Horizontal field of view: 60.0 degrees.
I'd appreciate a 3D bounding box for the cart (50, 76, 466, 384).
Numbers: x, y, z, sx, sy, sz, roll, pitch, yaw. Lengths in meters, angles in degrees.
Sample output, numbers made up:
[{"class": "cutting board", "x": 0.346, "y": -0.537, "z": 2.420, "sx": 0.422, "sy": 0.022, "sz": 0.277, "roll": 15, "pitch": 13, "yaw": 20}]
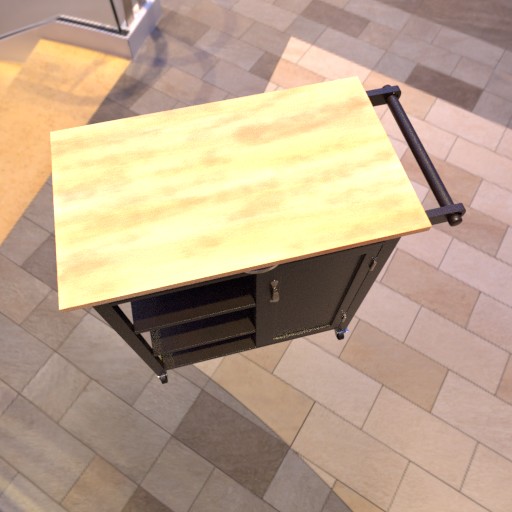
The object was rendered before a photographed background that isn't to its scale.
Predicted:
[{"class": "cart", "x": 0.000, "y": 0.000, "z": 1.414, "sx": 0.914, "sy": 0.878, "sz": 0.472, "roll": -13, "pitch": 64, "yaw": -6}]
